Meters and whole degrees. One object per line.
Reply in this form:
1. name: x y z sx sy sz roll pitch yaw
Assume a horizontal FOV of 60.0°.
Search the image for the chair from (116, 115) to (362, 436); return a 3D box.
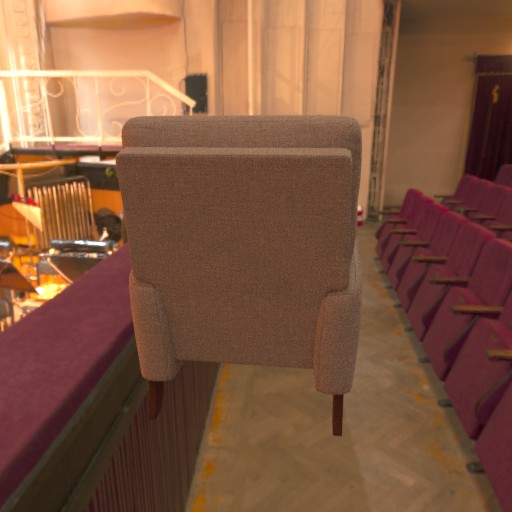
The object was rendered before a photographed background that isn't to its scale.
1. chair: 0.000 0.000 1.666 0.762 0.990 0.990 2 16 7
